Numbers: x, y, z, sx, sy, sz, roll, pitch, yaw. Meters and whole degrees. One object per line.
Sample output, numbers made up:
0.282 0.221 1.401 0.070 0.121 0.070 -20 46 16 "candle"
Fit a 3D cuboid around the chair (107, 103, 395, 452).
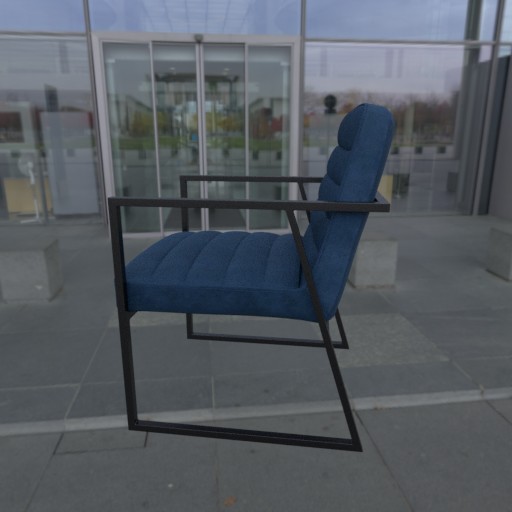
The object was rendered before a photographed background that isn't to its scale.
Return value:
0.000 0.000 1.302 0.677 0.833 0.571 2 16 8 "chair"
